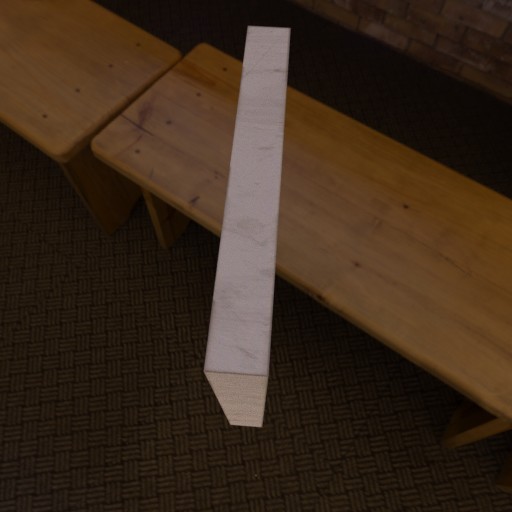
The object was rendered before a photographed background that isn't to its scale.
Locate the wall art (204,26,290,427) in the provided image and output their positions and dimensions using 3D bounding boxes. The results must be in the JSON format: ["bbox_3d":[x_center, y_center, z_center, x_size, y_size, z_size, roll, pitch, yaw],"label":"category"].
[{"bbox_3d":[0.000,0.000,0.462,0.038,0.303,0.305,4,64,2],"label":"wall art"}]
